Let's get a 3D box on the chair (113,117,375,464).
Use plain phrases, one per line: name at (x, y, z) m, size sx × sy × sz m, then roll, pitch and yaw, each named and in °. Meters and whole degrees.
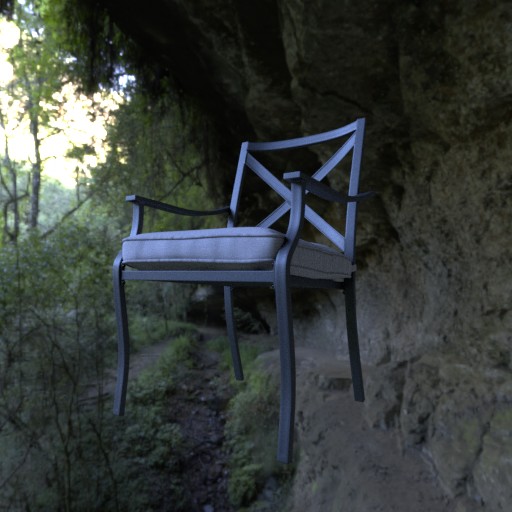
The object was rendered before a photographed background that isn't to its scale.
chair at (0.000, 0.000, 1.320) m, size 0.575 × 0.889 × 0.620 m, roll -1°, pitch -2°, yaw 35°
